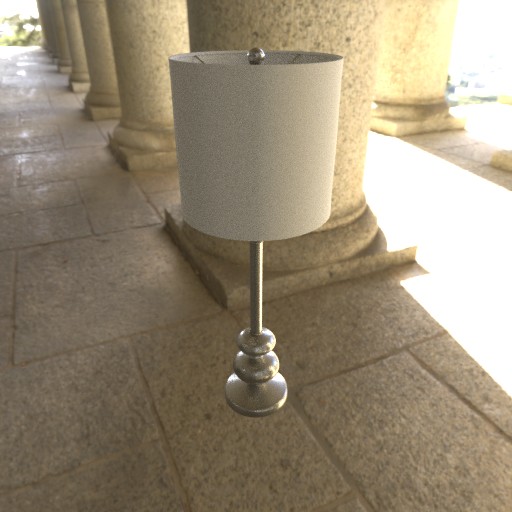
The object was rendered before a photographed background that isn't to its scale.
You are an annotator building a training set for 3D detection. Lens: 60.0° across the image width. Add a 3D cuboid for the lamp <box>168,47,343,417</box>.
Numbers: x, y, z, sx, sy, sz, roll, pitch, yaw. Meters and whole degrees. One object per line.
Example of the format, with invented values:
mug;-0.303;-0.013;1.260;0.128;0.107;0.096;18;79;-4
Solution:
lamp;0.000;0.000;0.809;0.254;0.690;0.254;19;34;31
